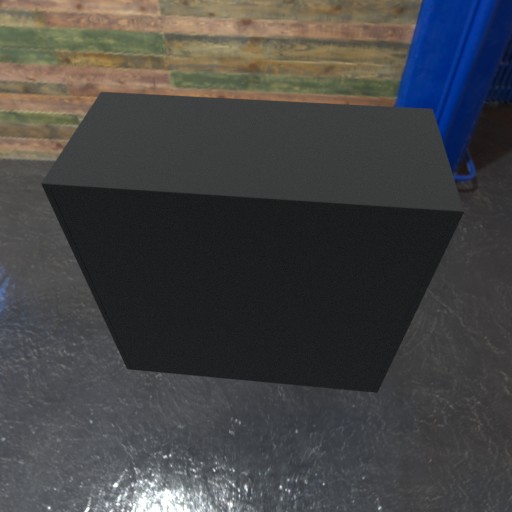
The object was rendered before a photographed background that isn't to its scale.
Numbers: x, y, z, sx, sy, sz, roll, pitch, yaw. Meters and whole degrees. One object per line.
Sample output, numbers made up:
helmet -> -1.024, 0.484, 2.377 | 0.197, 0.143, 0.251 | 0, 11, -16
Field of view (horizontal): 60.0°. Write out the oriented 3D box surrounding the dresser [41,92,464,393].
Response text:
dresser -> 0.000, 0.000, 1.168 | 0.750, 0.720, 0.360 | 4, 49, 4
